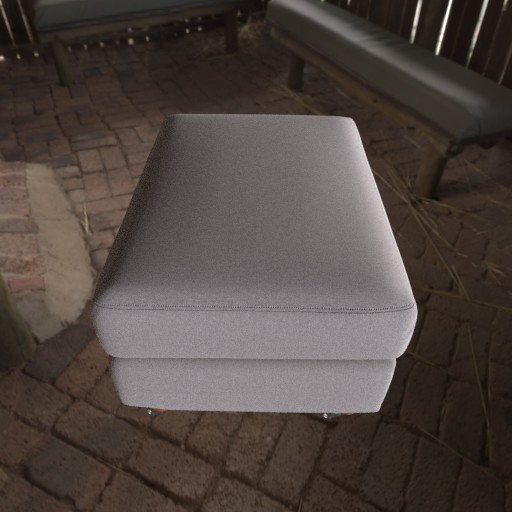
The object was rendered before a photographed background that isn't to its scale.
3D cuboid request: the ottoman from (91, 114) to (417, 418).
[{"bbox_3d":[0.000,0.000,1.134,0.574,0.497,0.773,1,42,1],"label":"ottoman"}]
